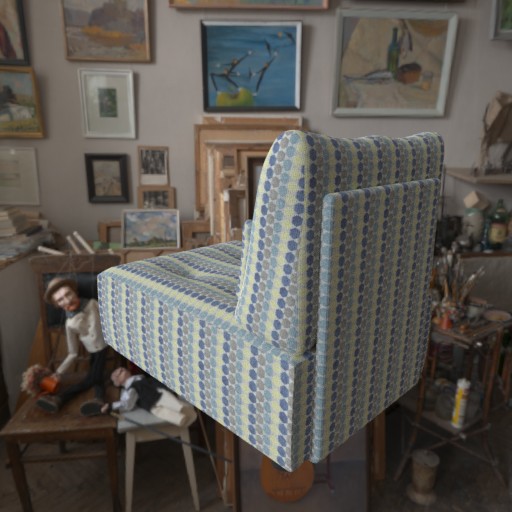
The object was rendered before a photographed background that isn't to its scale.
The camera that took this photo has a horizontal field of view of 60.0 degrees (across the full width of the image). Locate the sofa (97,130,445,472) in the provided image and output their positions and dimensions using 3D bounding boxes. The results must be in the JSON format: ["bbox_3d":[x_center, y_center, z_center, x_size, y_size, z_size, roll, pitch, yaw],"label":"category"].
[{"bbox_3d":[0.000,0.000,1.518,0.700,0.820,1.000,-14,21,-42],"label":"sofa"}]
